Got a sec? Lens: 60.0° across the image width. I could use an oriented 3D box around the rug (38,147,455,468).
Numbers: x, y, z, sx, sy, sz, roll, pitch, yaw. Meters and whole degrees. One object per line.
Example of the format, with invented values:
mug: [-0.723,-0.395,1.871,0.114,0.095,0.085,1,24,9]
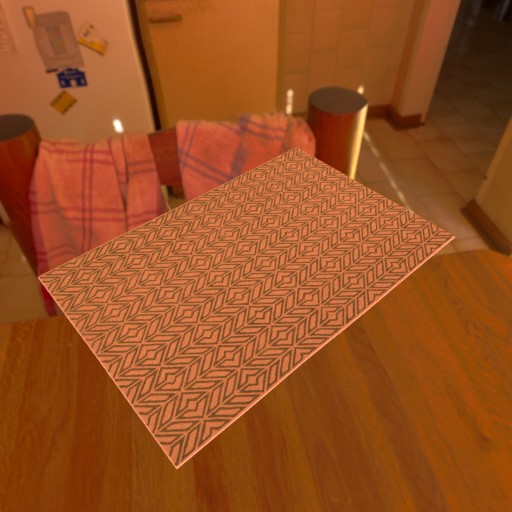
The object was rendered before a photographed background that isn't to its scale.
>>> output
rug: [0.000,0.000,2.316,1.828,0.007,1.220,-32,53,-28]
